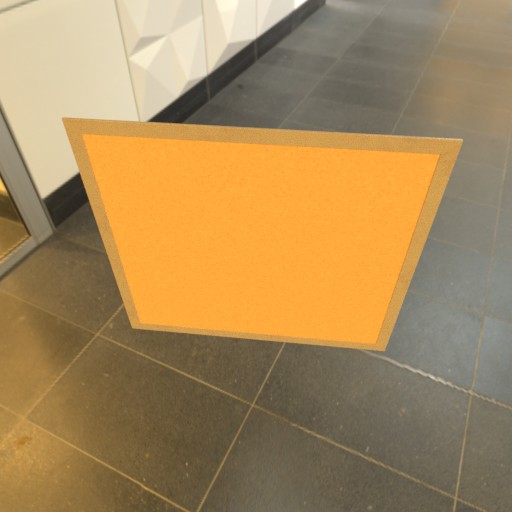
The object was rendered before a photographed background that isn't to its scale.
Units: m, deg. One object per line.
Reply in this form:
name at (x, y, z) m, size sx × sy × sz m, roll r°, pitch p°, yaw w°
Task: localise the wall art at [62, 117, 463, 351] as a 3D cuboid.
wall art at (0.000, 0.000, 1.671) m, size 1.168 × 1.067 × 0.025 m, roll 4°, pitch 45°, yaw 4°
